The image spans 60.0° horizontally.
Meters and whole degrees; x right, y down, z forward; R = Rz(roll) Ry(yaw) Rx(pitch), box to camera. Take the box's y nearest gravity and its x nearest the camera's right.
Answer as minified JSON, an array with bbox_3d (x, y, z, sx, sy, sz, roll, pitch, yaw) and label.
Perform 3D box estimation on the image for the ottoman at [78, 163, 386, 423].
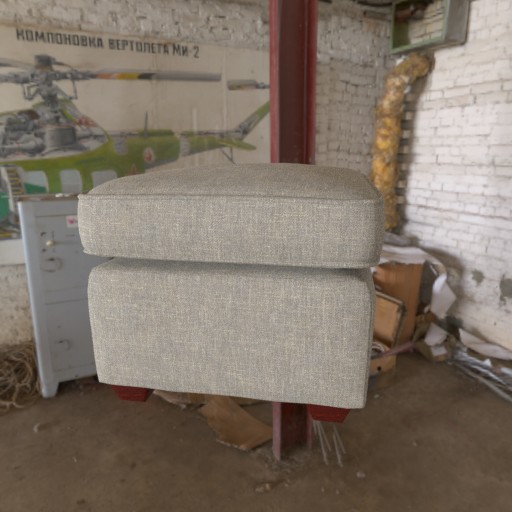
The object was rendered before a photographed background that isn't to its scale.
[{"bbox_3d":[0.000,0.000,1.126,0.559,0.457,0.762,2,14,10],"label":"ottoman"}]
